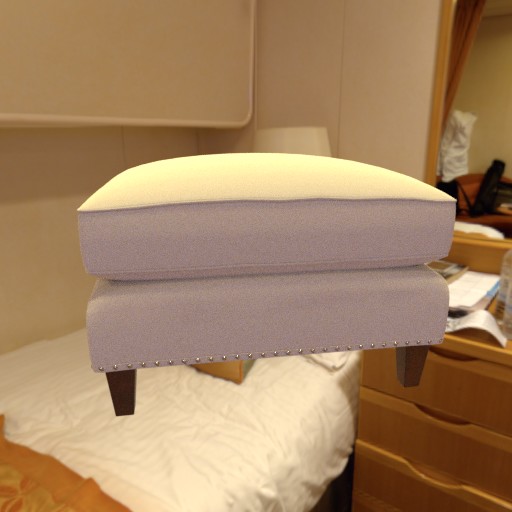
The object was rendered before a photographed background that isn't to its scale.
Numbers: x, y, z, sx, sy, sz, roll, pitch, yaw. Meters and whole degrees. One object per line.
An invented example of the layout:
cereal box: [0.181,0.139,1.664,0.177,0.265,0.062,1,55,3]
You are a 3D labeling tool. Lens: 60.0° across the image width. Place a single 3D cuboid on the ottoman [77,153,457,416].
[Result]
ottoman: [0.000,0.000,1.138,0.741,0.513,0.584,-3,16,-9]
